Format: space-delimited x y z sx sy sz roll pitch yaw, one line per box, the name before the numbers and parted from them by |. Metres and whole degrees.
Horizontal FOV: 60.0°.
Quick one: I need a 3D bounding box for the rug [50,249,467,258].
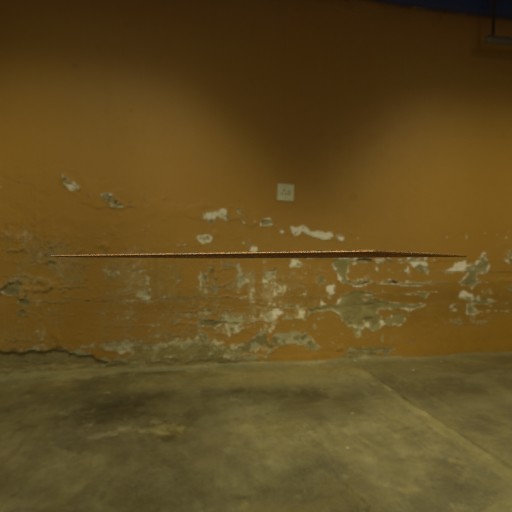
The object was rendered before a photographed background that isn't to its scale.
rug | 0.000 0.000 3.778 2.916 0.019 2.043 -1 -1 36
